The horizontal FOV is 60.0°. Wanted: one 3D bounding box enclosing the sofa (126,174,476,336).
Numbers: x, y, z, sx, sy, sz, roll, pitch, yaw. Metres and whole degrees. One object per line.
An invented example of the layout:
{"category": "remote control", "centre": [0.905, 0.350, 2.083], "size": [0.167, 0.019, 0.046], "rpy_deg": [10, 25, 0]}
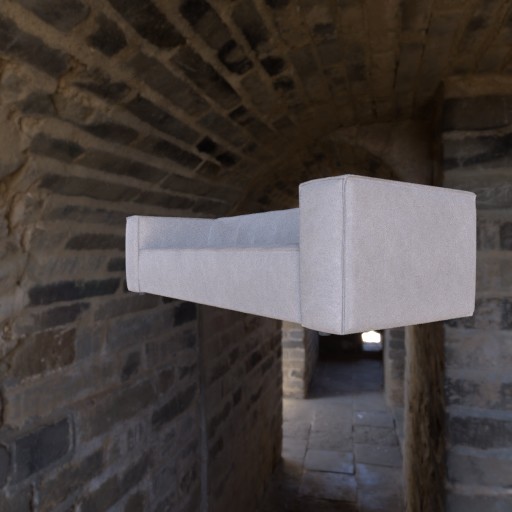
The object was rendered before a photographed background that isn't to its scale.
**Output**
{"category": "sofa", "centre": [0.000, 0.000, 3.113], "size": [1.038, 0.680, 2.697], "rpy_deg": [0, 1, -35]}
